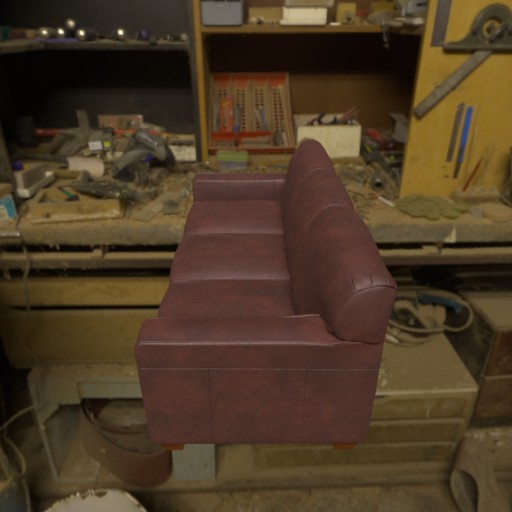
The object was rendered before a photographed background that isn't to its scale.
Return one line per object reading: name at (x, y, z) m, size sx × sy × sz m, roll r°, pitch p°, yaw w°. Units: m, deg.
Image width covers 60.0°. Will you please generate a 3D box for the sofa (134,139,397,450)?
sofa at (0.000, 0.000, 2.616) m, size 1.008 × 0.953 × 2.039 m, roll 0°, pitch 29°, yaw 0°
